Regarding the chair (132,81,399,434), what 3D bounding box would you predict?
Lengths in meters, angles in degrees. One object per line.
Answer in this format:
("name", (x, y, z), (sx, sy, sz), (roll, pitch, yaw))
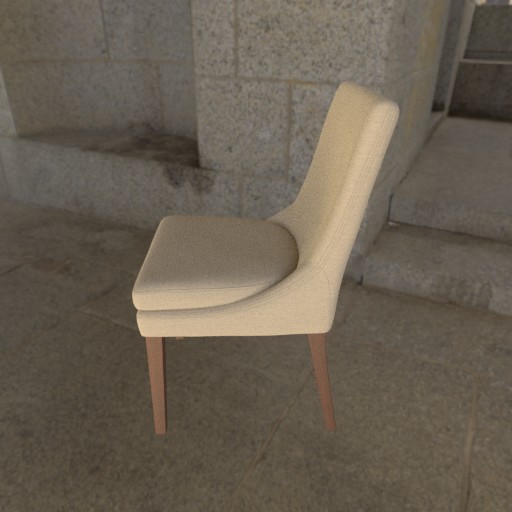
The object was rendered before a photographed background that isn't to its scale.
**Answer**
("chair", (0.000, 0.000, 1.323), (0.638, 0.940, 0.515), (-1, 27, -1))
